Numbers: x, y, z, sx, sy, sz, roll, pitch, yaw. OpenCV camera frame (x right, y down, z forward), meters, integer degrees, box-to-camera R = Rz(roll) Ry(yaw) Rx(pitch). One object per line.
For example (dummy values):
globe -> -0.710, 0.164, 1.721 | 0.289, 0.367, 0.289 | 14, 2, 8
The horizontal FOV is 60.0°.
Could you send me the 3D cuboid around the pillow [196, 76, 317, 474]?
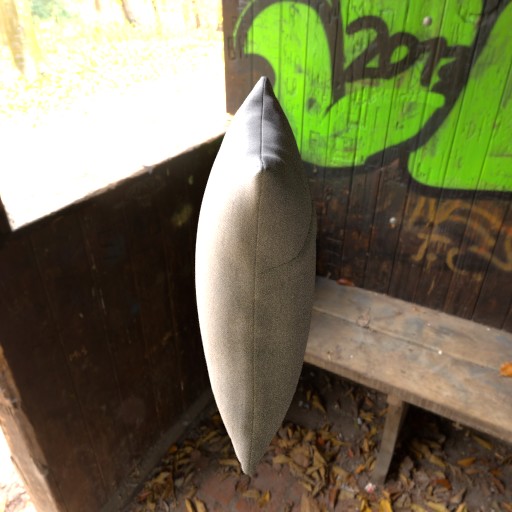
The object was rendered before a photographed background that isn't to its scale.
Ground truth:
pillow -> 0.000, 0.000, 0.665 | 0.173, 0.436, 0.433 | 1, 32, 1
